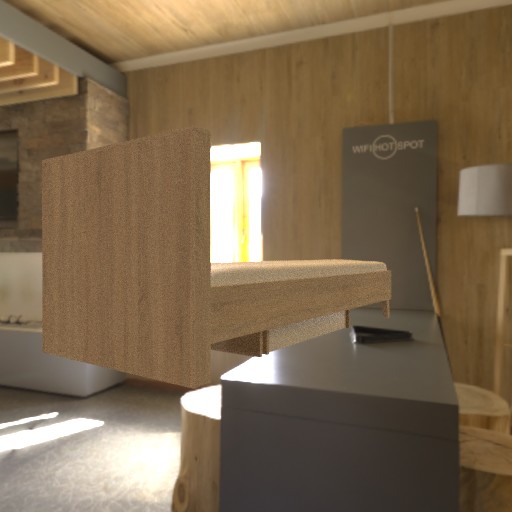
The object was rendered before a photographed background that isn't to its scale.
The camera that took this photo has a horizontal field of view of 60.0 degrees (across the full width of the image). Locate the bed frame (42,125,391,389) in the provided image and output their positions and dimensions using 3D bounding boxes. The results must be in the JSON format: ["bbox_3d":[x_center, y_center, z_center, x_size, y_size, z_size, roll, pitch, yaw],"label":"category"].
[{"bbox_3d":[0.000,0.000,2.708,0.990,0.920,2.140,0,0,35],"label":"bed frame"}]
